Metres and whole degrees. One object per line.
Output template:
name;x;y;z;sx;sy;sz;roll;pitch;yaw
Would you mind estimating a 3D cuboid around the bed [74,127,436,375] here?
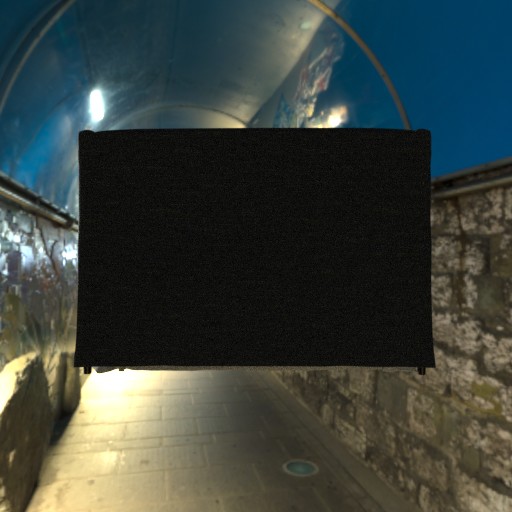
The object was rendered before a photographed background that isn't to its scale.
bed;0.000;0.000;3.477;1.925;1.332;2.276;0;-2;1
